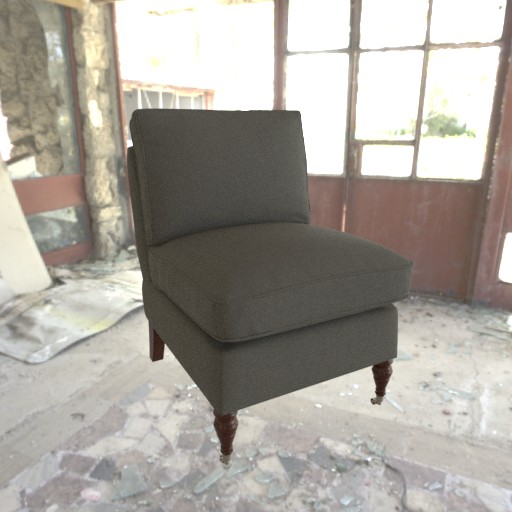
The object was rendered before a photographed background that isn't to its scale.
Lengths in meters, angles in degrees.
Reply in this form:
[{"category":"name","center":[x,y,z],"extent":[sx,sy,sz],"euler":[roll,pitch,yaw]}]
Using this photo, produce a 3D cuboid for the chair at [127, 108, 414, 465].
[{"category":"chair","center":[0.000,0.000,1.645],"extent":[0.724,1.045,0.924],"euler":[-9,19,-27]}]
